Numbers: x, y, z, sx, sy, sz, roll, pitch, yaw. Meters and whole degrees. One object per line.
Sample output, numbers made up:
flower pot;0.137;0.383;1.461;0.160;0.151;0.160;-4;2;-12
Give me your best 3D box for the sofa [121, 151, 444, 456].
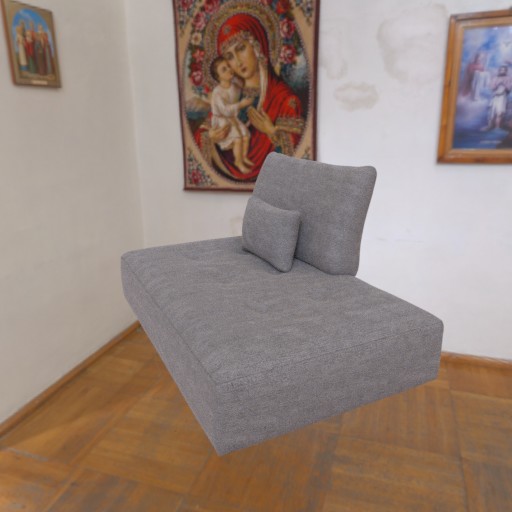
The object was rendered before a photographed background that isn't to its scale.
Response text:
sofa;0.000;0.000;2.044;1.002;0.820;1.450;-9;20;-26
